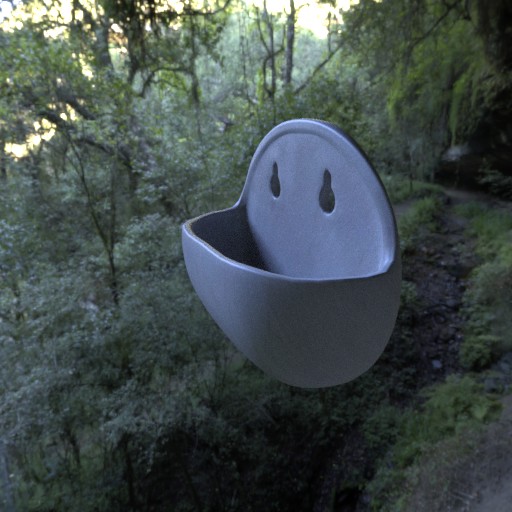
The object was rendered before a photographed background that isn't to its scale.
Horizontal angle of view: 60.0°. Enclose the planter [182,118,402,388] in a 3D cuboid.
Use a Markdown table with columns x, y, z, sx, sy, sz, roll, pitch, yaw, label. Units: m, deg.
| x | y | z | sx | sy | sz | roll | pitch | yaw | label |
| --- | --- | --- | --- | --- | --- | --- | --- | --- | --- |
| 0.000 | 0.000 | 0.275 | 0.073 | 0.164 | 0.190 | -7 | 18 | -24 | planter |
